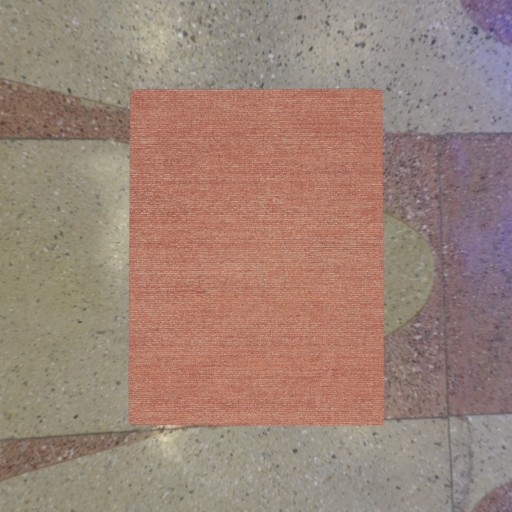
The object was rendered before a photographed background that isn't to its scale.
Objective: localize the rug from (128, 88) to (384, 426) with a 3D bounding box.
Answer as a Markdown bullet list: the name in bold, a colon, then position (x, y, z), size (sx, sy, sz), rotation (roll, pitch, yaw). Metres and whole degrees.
- **rug**: position (0.000, 0.000, 2.780), size (1.594, 0.009, 2.112), rotation (0, 89, 0)
